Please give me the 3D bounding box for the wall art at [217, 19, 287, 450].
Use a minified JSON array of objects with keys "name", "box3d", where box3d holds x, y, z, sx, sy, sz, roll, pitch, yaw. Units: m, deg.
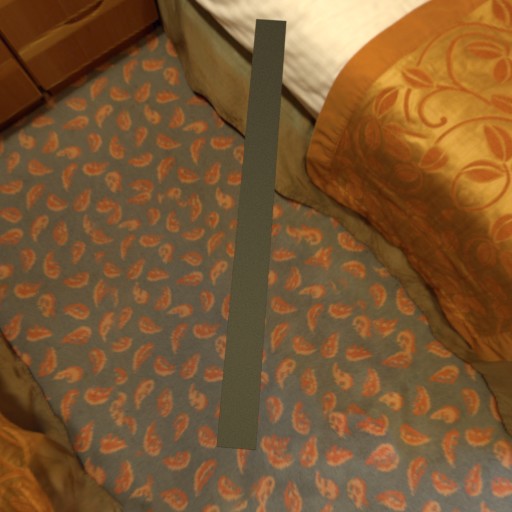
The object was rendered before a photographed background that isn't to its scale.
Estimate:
[{"name":"wall art","box3d":[0.000,0.000,0.534,0.029,0.330,0.381,4,75,1]}]
